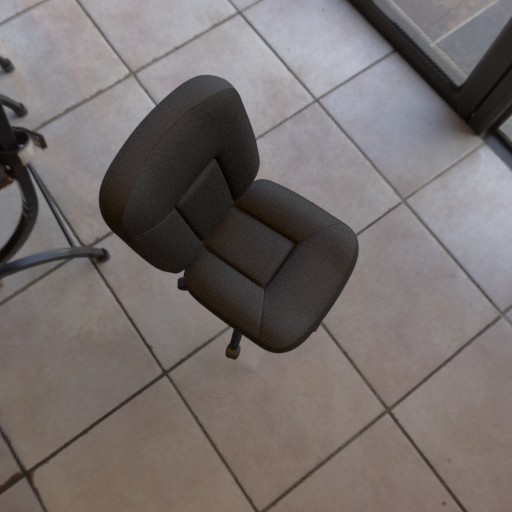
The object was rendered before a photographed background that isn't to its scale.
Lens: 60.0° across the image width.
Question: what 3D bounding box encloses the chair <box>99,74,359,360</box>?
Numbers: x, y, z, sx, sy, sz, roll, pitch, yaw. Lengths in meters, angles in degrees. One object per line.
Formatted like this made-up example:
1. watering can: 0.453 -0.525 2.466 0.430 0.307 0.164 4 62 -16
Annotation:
1. chair: 0.000 0.000 1.369 0.610 0.972 0.610 34 78 8
